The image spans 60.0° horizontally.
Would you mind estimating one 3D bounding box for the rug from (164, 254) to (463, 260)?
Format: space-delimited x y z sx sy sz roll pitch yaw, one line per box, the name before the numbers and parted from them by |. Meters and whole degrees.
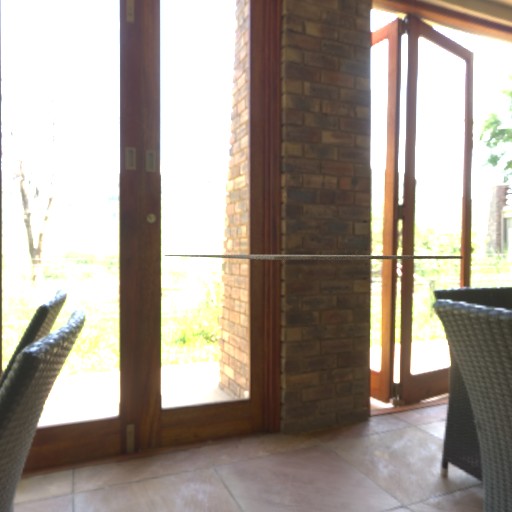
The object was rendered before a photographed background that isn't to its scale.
rug | 0.000 0.000 2.642 0.750 0.011 2.435 0 0 -20
